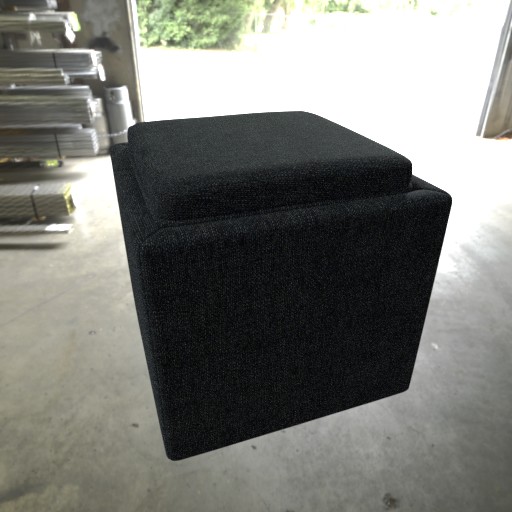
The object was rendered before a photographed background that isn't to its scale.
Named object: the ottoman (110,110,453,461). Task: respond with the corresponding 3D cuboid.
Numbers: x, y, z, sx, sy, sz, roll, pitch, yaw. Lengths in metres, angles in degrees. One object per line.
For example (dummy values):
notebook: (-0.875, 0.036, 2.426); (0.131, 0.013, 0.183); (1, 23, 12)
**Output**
ottoman: (0.000, 0.000, 0.827); (0.450, 0.460, 0.450); (-10, 31, -17)
